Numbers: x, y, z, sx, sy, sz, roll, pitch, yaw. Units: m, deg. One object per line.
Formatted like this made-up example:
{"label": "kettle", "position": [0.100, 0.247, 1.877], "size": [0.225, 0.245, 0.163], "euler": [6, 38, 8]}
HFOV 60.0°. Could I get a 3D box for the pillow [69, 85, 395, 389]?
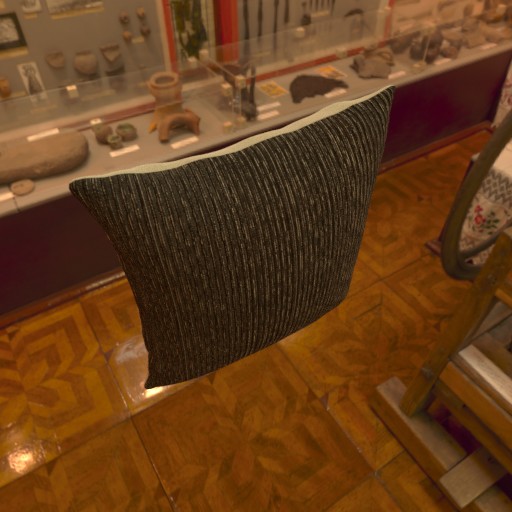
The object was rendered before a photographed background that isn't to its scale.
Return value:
{"label": "pillow", "position": [0.000, 0.000, 0.669], "size": [0.433, 0.434, 0.196], "euler": [-23, 51, -20]}
